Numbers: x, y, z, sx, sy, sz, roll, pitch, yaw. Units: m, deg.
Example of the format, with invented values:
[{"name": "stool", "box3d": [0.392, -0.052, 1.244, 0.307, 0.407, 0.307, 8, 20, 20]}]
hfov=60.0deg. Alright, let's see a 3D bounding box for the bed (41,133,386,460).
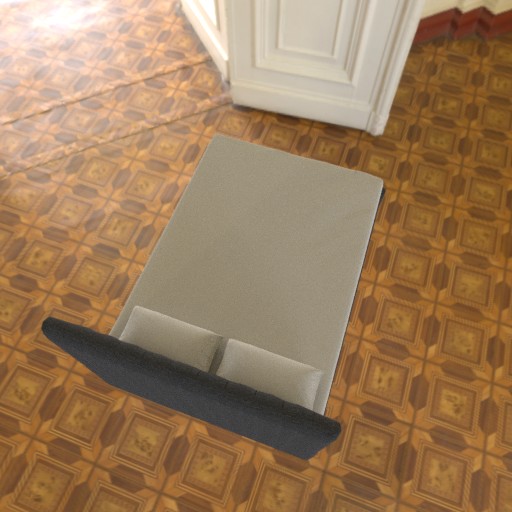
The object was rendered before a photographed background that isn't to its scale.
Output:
[{"name": "bed", "box3d": [0.000, 0.000, 3.408, 1.698, 1.427, 2.387, 18, 64, 9]}]
